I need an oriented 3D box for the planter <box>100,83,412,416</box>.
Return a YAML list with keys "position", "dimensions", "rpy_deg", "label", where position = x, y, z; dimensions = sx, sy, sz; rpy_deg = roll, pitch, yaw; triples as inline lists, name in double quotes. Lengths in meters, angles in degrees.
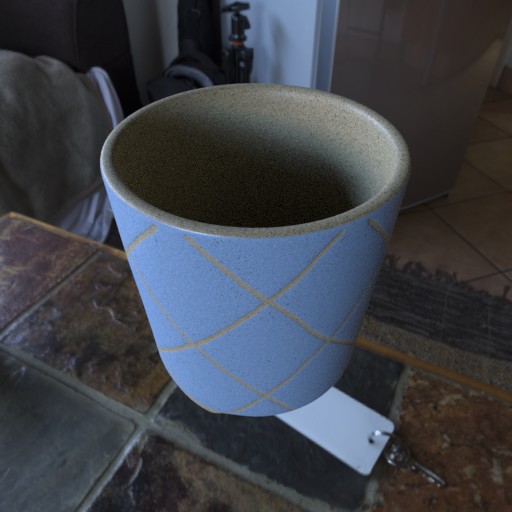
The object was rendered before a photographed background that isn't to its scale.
- position: [0.000, 0.000, 0.411]
  dimensions: [0.227, 0.235, 0.227]
  rpy_deg: [0, 42, 0]
  label: "planter"
